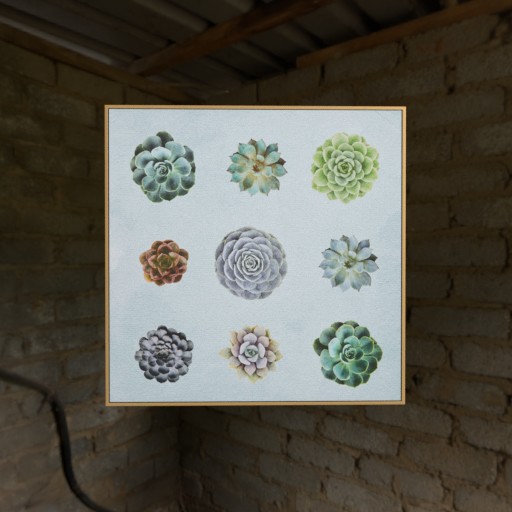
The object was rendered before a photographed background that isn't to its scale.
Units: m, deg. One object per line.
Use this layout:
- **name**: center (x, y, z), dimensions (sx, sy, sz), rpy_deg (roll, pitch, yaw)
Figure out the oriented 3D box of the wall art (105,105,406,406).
- **wall art**: center (0.000, 0.000, 0.976), dimensions (0.657, 0.655, 0.014), rpy_deg (0, 1, -1)
